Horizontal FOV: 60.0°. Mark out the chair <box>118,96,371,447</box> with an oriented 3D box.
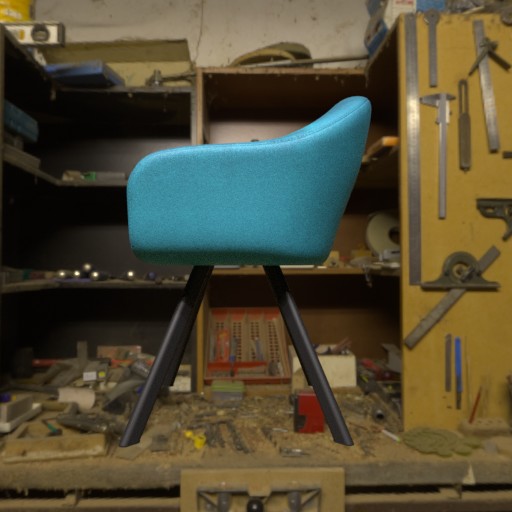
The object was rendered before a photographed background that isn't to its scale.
[{"bbox_3d":[0.000,0.000,1.136,0.570,0.780,0.540,0,0,-1],"label":"chair"}]
